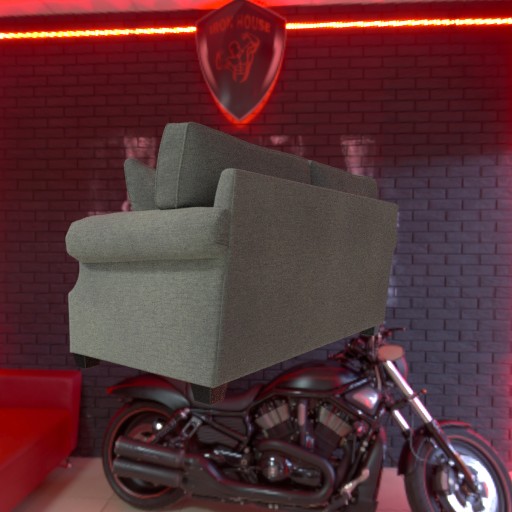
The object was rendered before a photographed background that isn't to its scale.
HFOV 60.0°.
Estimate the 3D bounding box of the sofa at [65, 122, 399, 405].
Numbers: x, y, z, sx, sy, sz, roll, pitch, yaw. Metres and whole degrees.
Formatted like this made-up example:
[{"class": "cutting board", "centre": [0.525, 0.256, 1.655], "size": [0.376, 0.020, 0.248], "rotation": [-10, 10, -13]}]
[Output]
[{"class": "sofa", "centre": [0.000, 0.000, 2.289], "size": [0.966, 0.966, 1.701], "rotation": [1, 2, 37]}]
